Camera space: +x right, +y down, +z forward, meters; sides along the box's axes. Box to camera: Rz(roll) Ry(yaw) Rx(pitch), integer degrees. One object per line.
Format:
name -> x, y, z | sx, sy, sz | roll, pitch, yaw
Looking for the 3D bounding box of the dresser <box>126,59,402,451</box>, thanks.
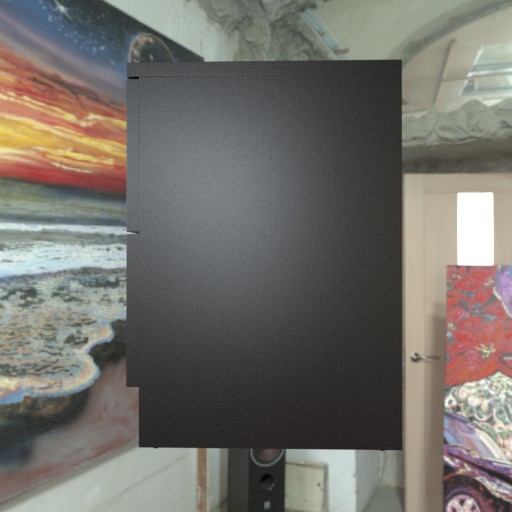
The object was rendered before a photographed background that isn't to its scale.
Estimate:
dresser -> 0.000, 0.000, 0.735 | 0.360, 0.470, 0.400 | 0, 0, 1
